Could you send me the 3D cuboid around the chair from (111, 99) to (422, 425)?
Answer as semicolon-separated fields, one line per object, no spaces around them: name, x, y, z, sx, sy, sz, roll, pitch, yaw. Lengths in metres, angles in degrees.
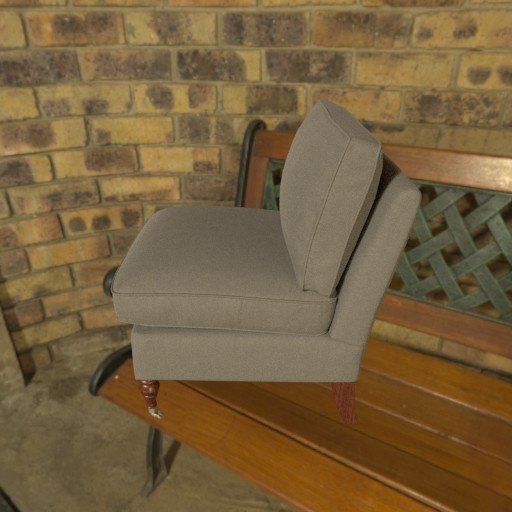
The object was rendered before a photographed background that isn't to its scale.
chair;0.000;0.000;1.679;0.924;1.045;0.724;0;27;1
